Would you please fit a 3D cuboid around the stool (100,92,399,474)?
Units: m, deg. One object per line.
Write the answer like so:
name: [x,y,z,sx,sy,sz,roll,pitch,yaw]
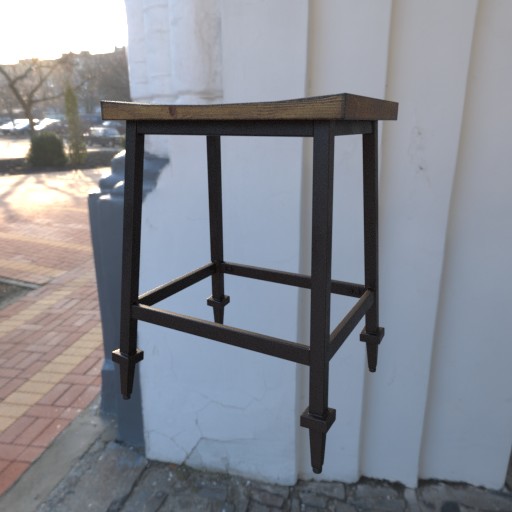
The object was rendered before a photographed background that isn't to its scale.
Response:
stool: [0.000,0.000,0.948,0.486,0.625,0.405,9,19,27]
